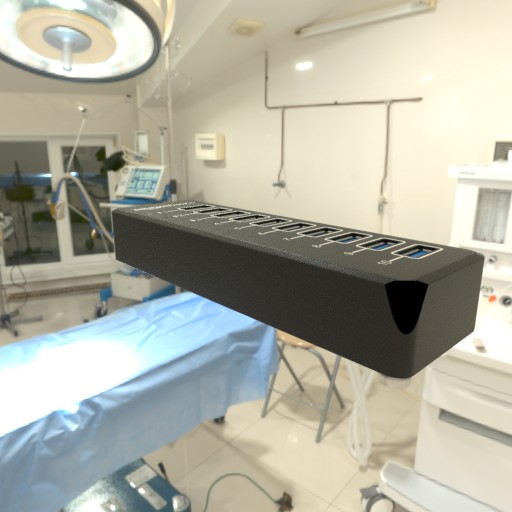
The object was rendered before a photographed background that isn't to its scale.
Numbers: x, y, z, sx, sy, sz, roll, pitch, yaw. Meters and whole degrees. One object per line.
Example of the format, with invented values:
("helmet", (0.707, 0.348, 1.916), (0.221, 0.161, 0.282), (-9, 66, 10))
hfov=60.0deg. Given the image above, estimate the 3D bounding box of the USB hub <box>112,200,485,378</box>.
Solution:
("USB hub", (0.000, 0.000, 0.163), (0.044, 0.023, 0.145), (-14, 21, -41))
